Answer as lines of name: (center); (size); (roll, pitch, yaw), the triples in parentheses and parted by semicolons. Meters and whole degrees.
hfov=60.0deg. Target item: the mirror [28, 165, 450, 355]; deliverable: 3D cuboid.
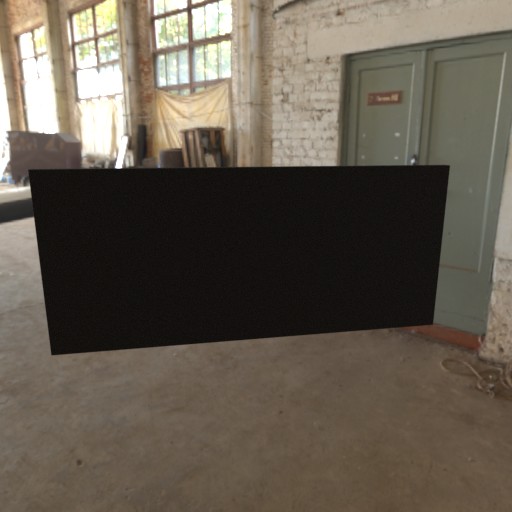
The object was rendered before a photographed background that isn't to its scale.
mirror: (0.000, 0.000, 1.752); (1.584, 0.692, 0.047); (-3, 15, -10)
